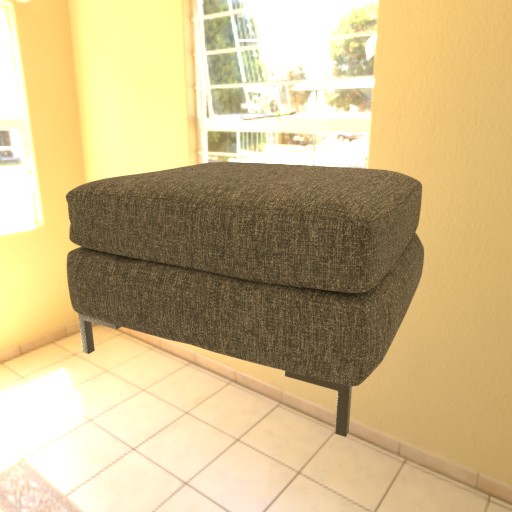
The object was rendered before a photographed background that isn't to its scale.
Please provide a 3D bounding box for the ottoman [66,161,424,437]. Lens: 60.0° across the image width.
[{"bbox_3d":[0.000,0.000,1.230,0.828,0.480,0.683,9,19,26],"label":"ottoman"}]
